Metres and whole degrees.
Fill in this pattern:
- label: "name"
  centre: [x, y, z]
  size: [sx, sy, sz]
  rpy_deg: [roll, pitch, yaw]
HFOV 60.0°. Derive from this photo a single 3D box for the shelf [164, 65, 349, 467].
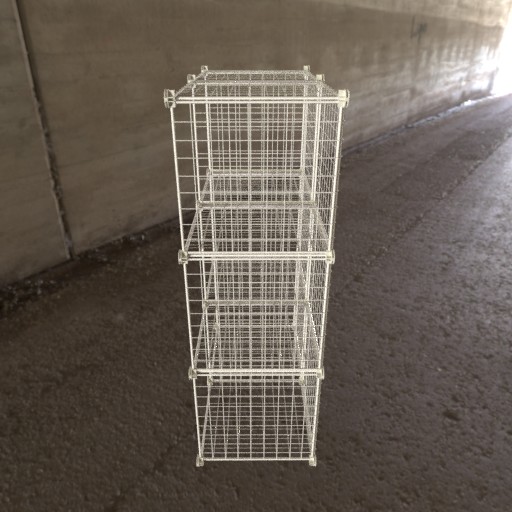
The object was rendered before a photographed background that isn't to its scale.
- label: "shelf"
  centre: [0.000, 0.000, 1.401]
  size: [0.356, 1.067, 0.711]
  rpy_deg: [0, 27, 0]
